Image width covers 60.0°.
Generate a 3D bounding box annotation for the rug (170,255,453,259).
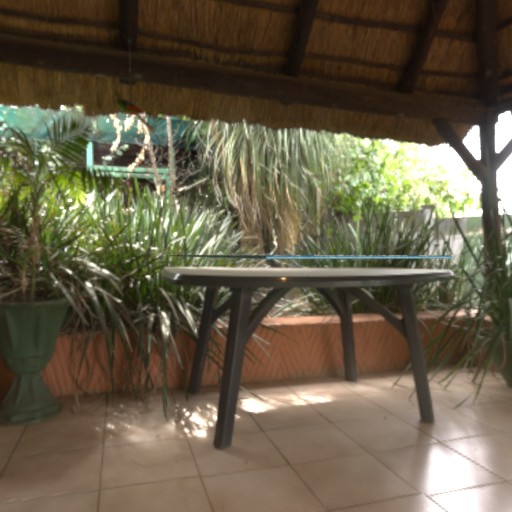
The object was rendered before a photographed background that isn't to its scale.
[{"bbox_3d":[0.000,0.000,2.408,0.662,0.011,2.196,0,0,-18],"label":"rug"}]
